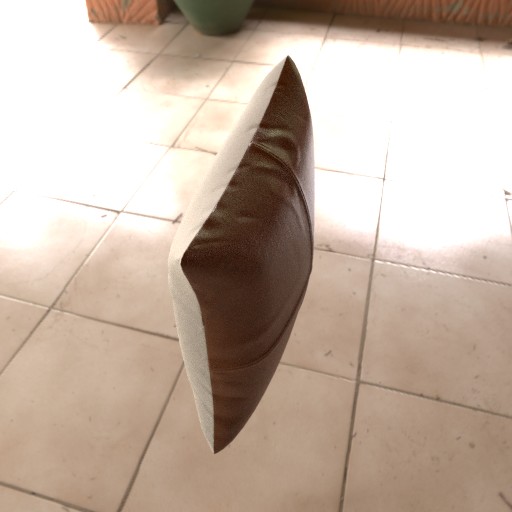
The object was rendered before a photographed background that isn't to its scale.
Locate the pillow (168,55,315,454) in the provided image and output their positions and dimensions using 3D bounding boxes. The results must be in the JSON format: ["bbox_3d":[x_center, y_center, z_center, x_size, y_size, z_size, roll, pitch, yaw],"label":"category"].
[{"bbox_3d":[0.000,0.000,0.747,0.192,0.477,0.501,10,47,10],"label":"pillow"}]
